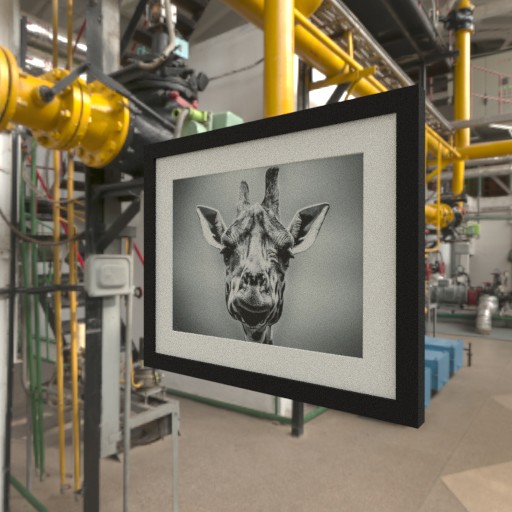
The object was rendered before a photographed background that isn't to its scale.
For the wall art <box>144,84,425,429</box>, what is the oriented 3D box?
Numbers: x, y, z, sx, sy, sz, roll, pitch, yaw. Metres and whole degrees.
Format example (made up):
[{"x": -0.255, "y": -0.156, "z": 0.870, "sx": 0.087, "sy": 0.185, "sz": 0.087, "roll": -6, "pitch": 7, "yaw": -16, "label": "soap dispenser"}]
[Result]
[{"x": 0.000, "y": 0.000, "z": 0.765, "sx": 0.558, "sy": 0.457, "sz": 0.031, "roll": 0, "pitch": 0, "yaw": 37, "label": "wall art"}]
